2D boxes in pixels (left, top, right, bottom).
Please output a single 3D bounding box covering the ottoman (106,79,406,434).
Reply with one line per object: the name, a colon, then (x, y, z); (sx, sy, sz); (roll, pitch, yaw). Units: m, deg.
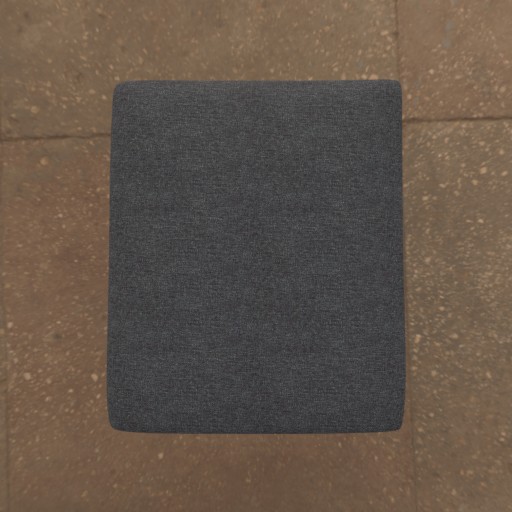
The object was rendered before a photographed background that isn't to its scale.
ottoman: (0.000, 0.000, 1.231); (0.695, 0.533, 0.831); (0, 89, 0)
